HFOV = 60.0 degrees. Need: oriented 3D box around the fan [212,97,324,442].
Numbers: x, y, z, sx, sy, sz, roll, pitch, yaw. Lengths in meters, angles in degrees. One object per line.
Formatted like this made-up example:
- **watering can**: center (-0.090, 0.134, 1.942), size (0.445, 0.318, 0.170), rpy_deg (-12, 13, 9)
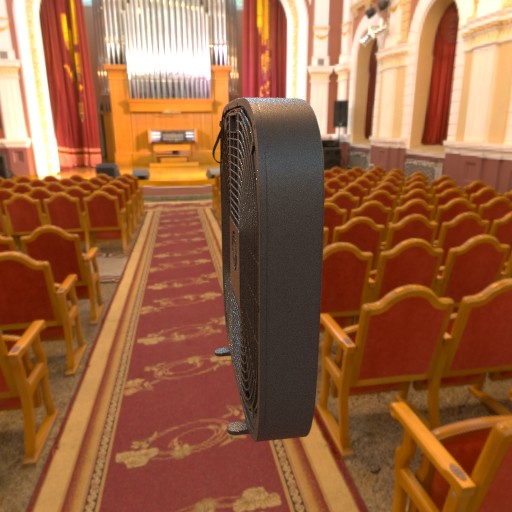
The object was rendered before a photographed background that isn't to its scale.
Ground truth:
- **fan**: center (0.000, 0.000, 0.807), size (0.142, 0.533, 0.526), rpy_deg (-3, 16, -9)
